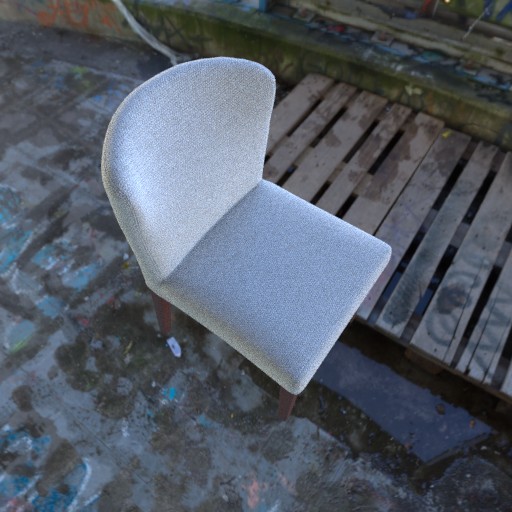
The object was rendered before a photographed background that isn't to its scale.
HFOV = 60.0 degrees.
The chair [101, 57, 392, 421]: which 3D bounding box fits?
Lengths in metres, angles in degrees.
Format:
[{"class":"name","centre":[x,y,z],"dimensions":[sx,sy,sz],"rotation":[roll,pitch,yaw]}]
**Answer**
[{"class":"chair","centre":[0.000,0.000,1.189],"dimensions":[0.589,0.839,0.491],"rotation":[31,62,19]}]
